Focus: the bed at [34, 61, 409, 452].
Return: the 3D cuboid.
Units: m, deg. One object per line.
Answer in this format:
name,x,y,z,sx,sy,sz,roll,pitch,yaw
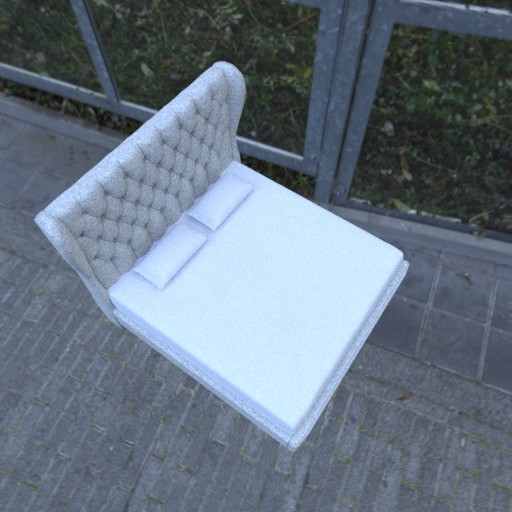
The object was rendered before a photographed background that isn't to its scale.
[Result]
bed,0.000,0.000,3.945,2.347,1.771,2.219,31,65,17
